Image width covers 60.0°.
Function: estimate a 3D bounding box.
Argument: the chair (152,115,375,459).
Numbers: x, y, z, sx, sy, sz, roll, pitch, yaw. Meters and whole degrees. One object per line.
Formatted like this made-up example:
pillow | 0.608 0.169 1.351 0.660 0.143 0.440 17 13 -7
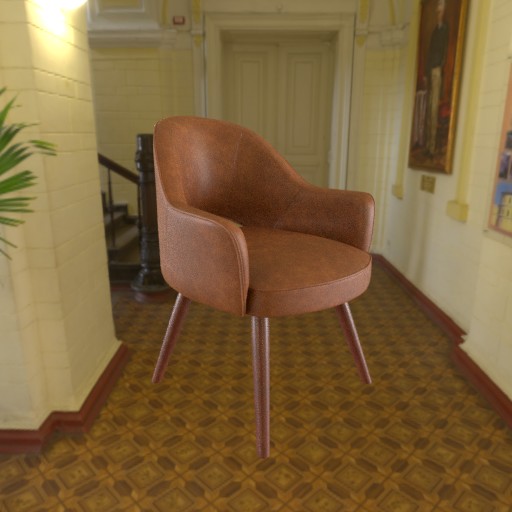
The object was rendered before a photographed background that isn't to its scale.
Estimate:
chair | 0.000 0.000 1.259 0.591 0.777 0.640 -15 21 -43
